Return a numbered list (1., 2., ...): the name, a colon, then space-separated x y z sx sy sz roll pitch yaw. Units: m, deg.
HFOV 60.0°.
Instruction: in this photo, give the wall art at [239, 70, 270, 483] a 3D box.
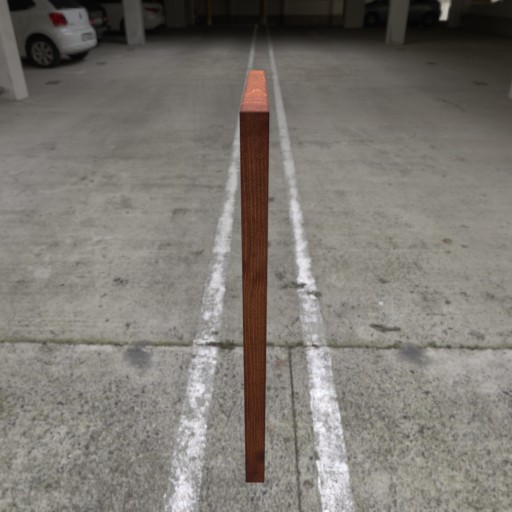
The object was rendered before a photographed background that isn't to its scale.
1. wall art: 0.000 0.000 0.768 0.030 0.558 0.462 0 27 0
